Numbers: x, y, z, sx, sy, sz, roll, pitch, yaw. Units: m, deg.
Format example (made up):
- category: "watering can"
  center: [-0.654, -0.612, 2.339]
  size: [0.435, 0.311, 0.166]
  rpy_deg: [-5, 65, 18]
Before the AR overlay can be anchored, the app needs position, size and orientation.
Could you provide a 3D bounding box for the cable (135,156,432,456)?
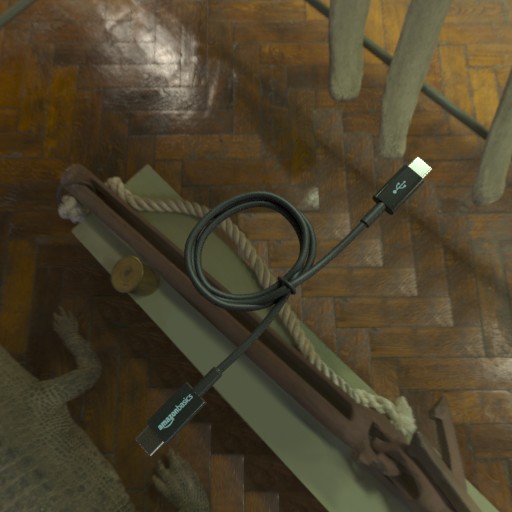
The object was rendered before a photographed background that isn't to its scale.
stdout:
- category: "cable"
  center: [0.000, 0.000, 0.225]
  size: [0.070, 0.014, 0.203]
  rpy_deg: [44, 80, 10]
